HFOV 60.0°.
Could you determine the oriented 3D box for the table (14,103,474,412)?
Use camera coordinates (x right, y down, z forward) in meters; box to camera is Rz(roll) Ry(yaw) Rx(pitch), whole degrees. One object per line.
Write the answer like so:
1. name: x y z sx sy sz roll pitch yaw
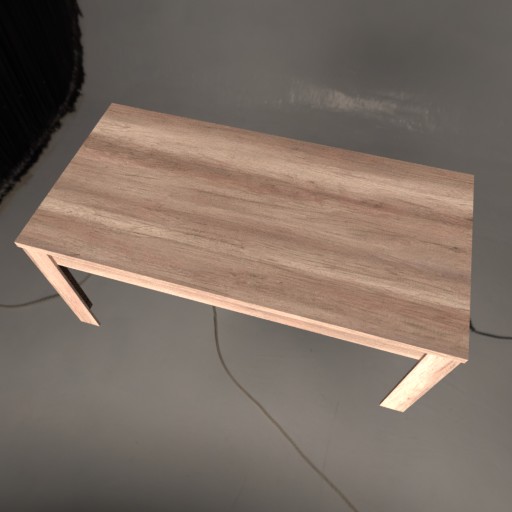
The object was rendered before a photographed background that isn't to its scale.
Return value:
1. table: 0.000 0.000 2.244 1.800 0.790 0.900 14 59 9
